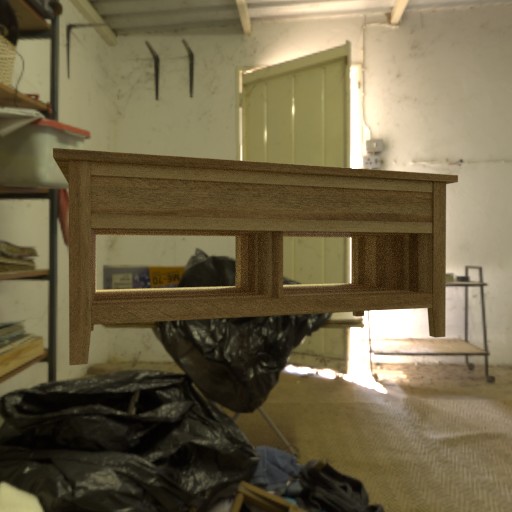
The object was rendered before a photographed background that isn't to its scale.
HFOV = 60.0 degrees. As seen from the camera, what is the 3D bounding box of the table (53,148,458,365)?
[{"bbox_3d":[0.000,0.000,1.372,1.095,0.480,0.493,0,1,-19],"label":"table"}]
